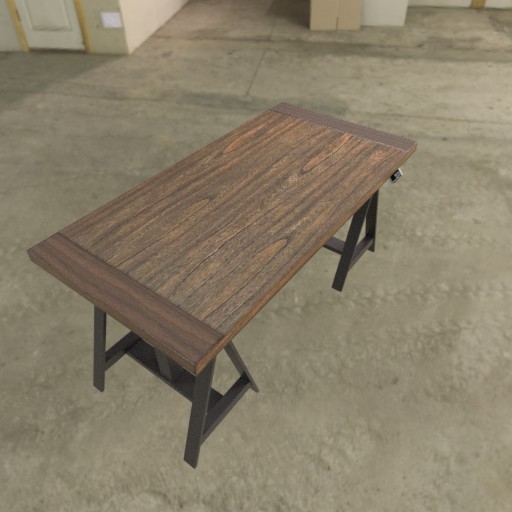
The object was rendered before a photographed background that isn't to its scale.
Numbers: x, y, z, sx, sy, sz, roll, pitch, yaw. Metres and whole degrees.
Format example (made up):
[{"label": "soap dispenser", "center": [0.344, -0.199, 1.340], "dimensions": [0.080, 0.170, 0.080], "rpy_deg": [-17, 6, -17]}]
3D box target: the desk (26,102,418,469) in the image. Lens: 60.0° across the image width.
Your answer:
[{"label": "desk", "center": [0.000, 0.000, 2.005], "dimensions": [0.784, 0.725, 1.543], "rpy_deg": [26, 48, 26]}]
